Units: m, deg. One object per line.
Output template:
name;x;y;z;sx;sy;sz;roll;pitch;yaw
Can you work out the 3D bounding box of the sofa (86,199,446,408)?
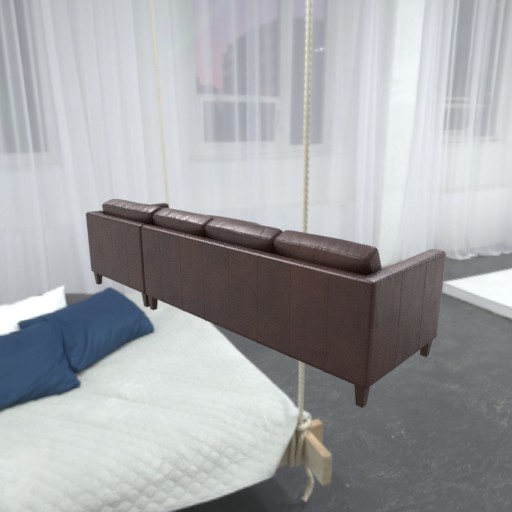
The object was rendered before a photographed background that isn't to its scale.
sofa;0.000;0.000;3.941;3.203;0.883;1.581;14;20;42
